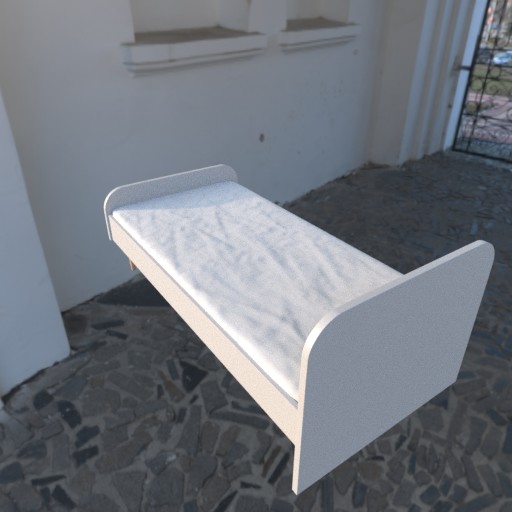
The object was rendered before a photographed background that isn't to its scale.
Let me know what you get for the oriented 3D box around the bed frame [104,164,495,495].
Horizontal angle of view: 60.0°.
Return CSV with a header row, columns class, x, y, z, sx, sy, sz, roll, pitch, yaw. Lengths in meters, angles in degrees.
class,x,y,z,sx,sy,sz,roll,pitch,yaw
bed frame,0.000,0.000,2.399,0.998,0.805,1.963,-19,36,-30
